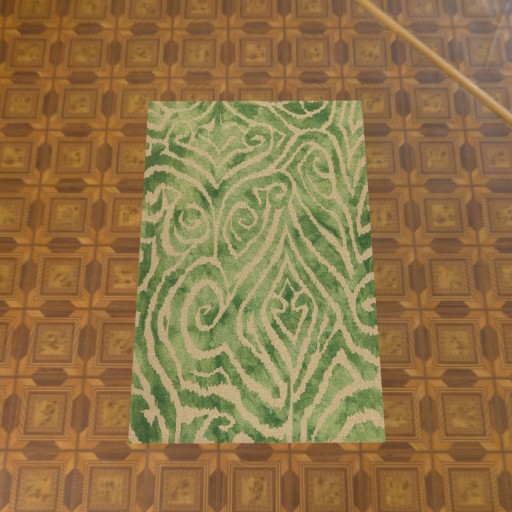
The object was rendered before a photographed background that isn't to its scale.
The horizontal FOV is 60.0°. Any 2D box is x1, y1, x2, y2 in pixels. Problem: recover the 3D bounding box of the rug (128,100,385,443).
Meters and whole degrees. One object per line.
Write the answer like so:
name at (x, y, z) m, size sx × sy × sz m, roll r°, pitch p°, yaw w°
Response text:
rug at (0.000, 0.000, 2.322) m, size 1.220 × 0.006 × 1.826 m, roll 0°, pitch 76°, yaw 0°
